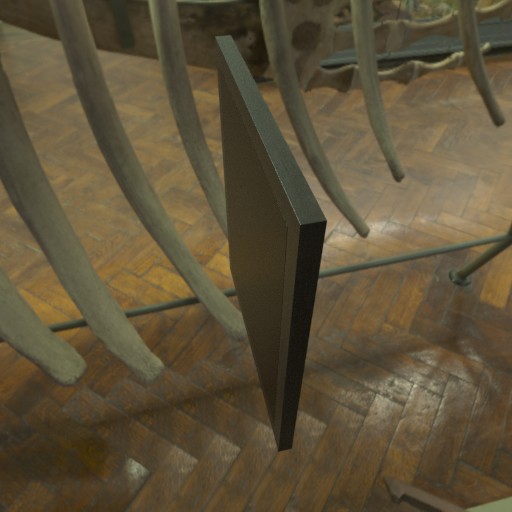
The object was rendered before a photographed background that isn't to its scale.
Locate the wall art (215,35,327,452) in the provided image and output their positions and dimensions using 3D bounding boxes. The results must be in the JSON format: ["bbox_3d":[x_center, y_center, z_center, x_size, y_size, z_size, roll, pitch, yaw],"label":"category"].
[{"bbox_3d":[0.000,0.000,0.792,0.027,0.580,0.479,-10,47,-9],"label":"wall art"}]
